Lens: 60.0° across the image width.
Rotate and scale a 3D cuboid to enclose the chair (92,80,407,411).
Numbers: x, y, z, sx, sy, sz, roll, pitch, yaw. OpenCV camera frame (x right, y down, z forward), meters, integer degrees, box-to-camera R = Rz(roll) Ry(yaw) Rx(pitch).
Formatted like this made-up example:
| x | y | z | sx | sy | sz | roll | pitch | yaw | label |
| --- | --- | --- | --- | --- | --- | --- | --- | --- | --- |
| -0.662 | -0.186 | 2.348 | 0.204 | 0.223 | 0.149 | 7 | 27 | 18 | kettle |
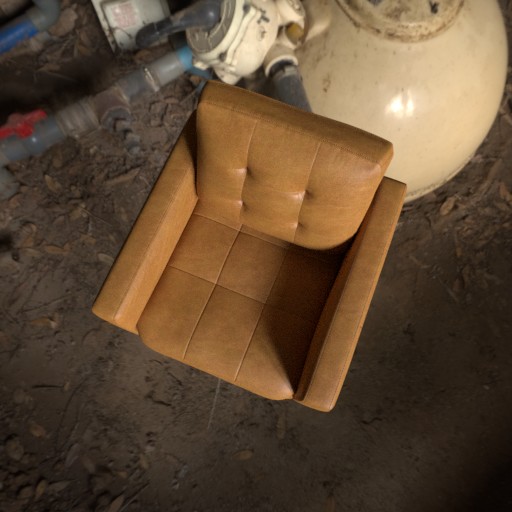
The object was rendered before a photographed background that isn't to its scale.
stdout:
| x | y | z | sx | sy | sz | roll | pitch | yaw | label |
| --- | --- | --- | --- | --- | --- | --- | --- | --- | --- |
| 0.000 | 0.000 | 1.573 | 0.831 | 0.896 | 0.868 | 21 | 74 | 6 | chair |
